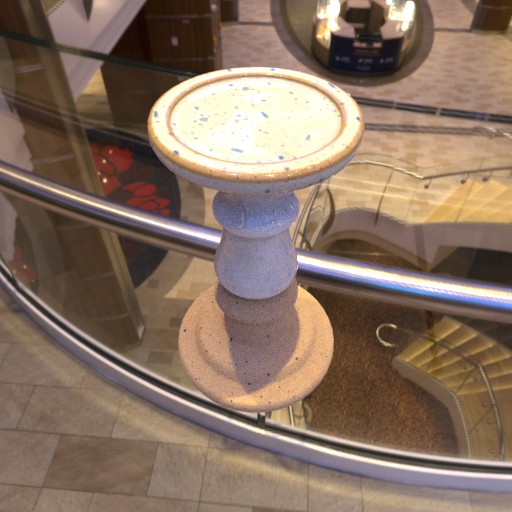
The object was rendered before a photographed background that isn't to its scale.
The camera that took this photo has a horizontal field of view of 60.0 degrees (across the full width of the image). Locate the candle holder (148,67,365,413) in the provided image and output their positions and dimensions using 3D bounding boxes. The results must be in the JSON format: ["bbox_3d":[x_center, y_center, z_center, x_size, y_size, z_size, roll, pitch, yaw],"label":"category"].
[{"bbox_3d":[0.000,0.000,0.286,0.123,0.202,0.123,0,47,0],"label":"candle holder"}]
